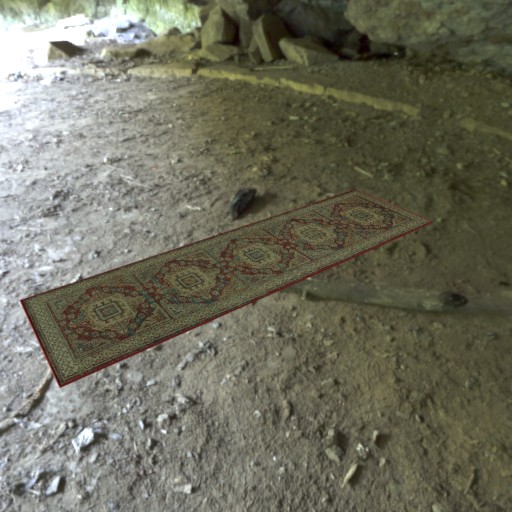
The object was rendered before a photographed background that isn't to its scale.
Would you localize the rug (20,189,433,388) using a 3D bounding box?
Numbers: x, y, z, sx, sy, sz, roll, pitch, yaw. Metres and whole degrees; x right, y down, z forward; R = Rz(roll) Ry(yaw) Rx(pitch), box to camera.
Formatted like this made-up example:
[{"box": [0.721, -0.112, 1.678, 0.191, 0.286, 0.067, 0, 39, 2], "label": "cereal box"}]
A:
[{"box": [0.000, 0.000, 2.450, 2.292, 0.015, 0.659, -21, 37, -30], "label": "rug"}]
